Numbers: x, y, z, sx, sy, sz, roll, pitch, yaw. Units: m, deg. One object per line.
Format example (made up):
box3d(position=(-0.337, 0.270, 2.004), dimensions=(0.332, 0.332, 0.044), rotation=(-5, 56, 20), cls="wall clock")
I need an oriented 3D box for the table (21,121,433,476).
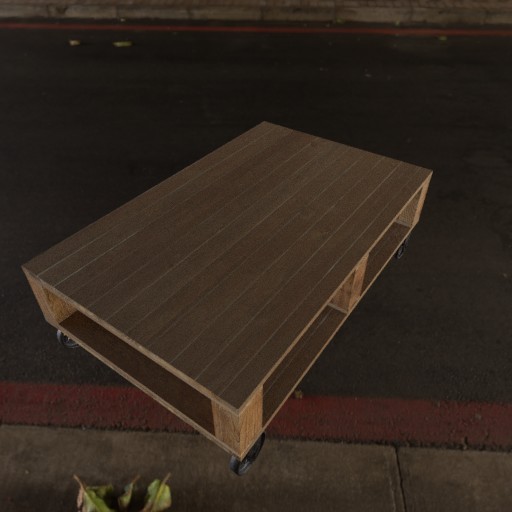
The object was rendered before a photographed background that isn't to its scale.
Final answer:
box3d(position=(0.000, 0.000, 1.701), dimensions=(0.827, 0.413, 1.299), rotation=(25, 46, 26), cls="table")
